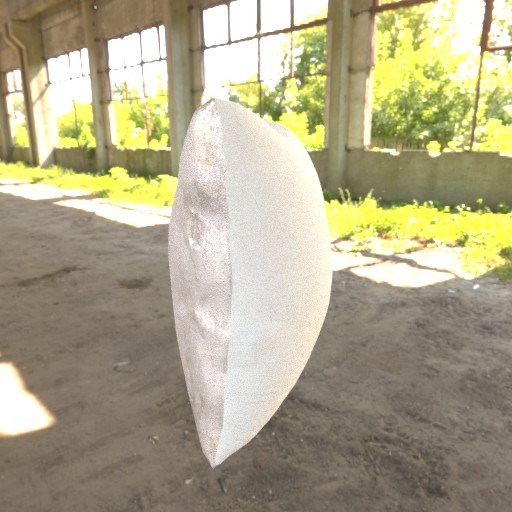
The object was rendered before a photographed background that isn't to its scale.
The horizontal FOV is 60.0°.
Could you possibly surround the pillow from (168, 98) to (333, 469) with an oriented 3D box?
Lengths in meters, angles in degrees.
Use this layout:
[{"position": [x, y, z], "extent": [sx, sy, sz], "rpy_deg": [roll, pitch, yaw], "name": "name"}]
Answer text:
[{"position": [0.000, 0.000, 0.715], "extent": [0.245, 0.448, 0.450], "rpy_deg": [3, 15, 10], "name": "pillow"}]
